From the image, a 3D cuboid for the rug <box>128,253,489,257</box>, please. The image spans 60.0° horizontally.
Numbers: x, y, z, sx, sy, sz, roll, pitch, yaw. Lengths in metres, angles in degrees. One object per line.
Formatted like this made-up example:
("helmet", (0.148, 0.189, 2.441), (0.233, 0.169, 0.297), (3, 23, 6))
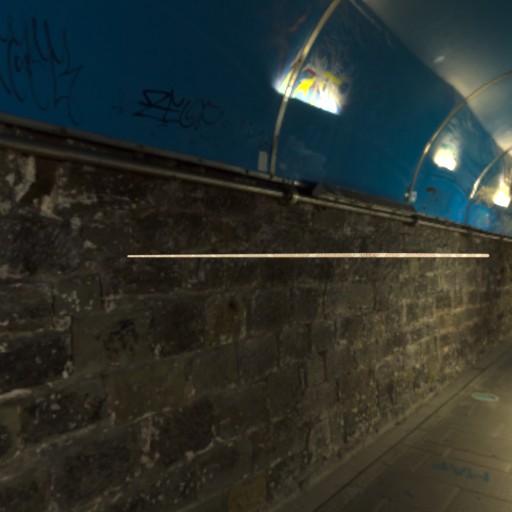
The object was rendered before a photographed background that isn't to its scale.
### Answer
("rug", (0.000, 0.000, 2.525), (0.691, 0.013, 2.289), (0, 0, -35))
